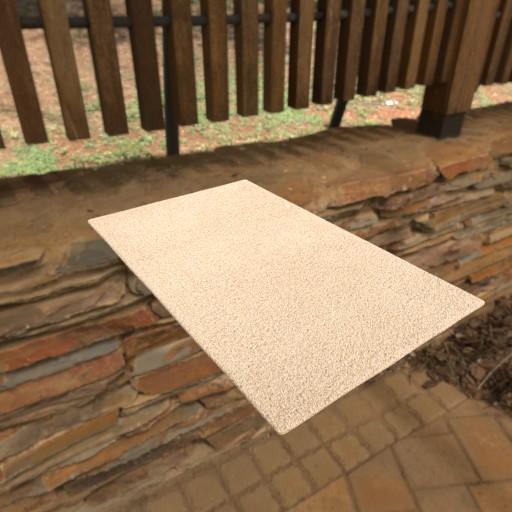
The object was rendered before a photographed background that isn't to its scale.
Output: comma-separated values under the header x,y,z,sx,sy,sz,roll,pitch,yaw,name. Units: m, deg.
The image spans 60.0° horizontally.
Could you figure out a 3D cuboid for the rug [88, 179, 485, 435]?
x,y,z,sx,sy,sz,roll,pitch,yaw,name
0.000,0.000,3.031,1.524,0.030,2.438,-20,36,-30,rug
